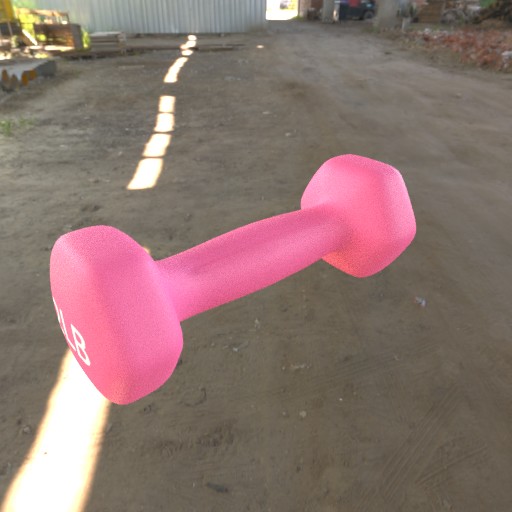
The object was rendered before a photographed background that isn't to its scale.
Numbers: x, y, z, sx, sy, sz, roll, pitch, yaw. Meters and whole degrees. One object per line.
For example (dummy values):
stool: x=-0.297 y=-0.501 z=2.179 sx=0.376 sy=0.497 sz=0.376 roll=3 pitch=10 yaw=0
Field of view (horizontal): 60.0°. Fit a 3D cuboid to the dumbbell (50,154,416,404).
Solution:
dumbbell: x=0.000 y=0.000 z=0.173 sx=0.146 sy=0.053 sz=0.058 roll=-22 pitch=36 yaw=-33
